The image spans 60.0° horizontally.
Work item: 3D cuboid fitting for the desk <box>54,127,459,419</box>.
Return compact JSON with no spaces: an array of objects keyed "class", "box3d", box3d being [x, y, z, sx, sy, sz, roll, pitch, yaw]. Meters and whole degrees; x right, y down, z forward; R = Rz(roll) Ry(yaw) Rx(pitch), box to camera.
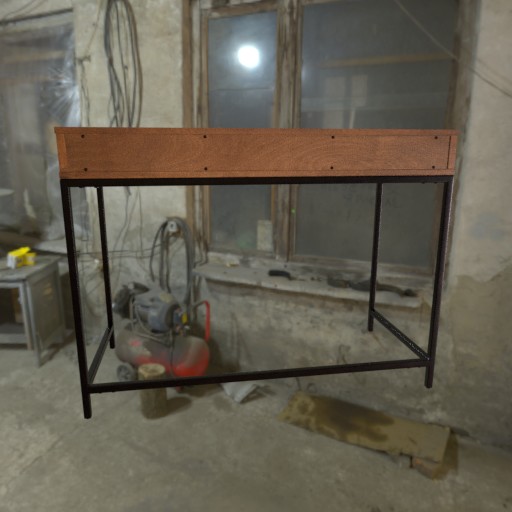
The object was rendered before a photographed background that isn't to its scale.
[{"class":"desk","box3d":[0.000,0.000,1.411,1.016,0.762,0.470,-2,14,-9]}]
